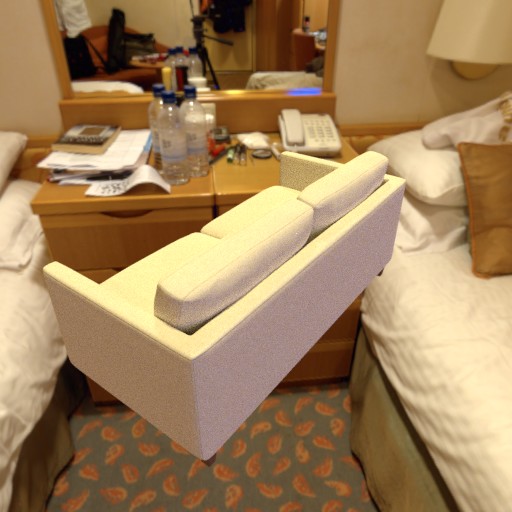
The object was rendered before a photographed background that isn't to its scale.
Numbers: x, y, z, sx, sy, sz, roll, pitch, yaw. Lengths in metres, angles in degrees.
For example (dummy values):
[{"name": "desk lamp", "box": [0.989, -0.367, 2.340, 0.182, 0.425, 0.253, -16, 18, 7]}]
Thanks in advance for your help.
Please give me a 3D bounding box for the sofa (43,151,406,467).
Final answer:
[{"name": "sofa", "box": [0.000, 0.000, 2.519, 0.965, 0.889, 1.981, 22, 38, 30]}]
